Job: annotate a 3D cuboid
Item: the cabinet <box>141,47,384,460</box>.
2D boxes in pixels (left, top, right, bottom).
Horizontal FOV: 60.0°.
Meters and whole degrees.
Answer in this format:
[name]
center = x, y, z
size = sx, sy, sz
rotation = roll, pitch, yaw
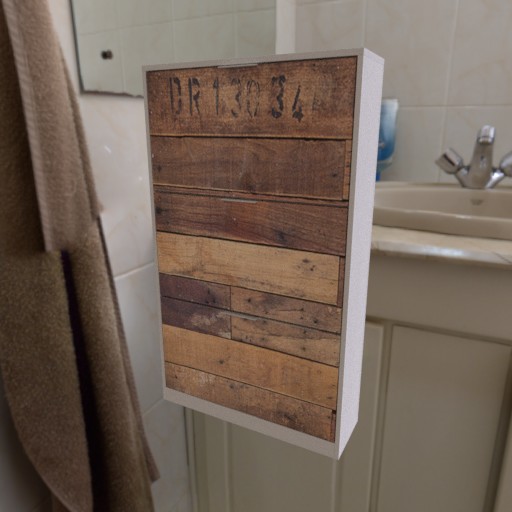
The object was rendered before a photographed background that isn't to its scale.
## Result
[cabinet]
center = 0.000, 0.000, 1.585
size = 0.750, 1.280, 0.250
rotation = 8, 18, 27
